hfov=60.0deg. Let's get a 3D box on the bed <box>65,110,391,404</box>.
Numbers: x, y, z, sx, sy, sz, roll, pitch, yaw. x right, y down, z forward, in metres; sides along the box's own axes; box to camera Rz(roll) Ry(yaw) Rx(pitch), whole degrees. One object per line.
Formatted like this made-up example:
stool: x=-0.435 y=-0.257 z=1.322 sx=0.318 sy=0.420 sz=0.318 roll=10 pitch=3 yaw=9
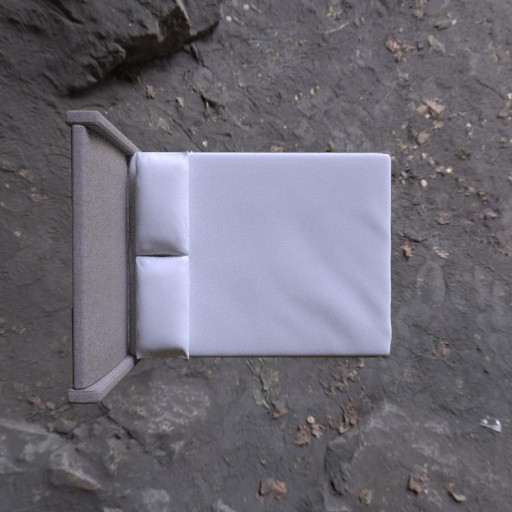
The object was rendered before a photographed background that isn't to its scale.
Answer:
bed: x=0.000 y=0.000 z=3.323 sx=2.245 sy=1.476 sz=1.714 roll=0 pitch=91 yaw=-1
